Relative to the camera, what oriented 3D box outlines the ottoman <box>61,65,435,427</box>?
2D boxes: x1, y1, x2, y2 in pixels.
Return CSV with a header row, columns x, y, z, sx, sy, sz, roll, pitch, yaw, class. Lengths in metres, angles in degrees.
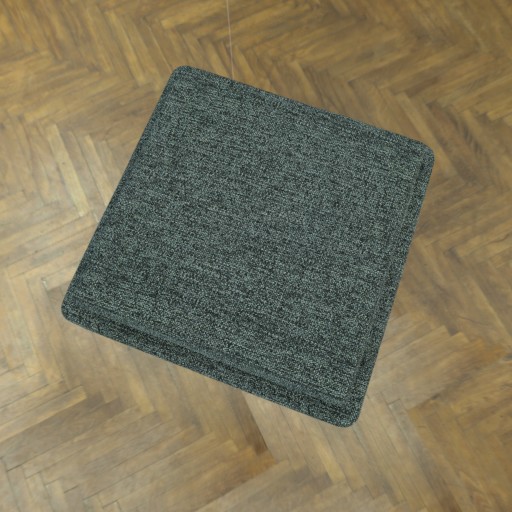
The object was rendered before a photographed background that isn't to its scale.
x,y,z,sx,sy,sz,roll,pitch,yaw,class
0.000,0.000,0.822,0.450,0.463,0.450,20,77,5,ottoman
